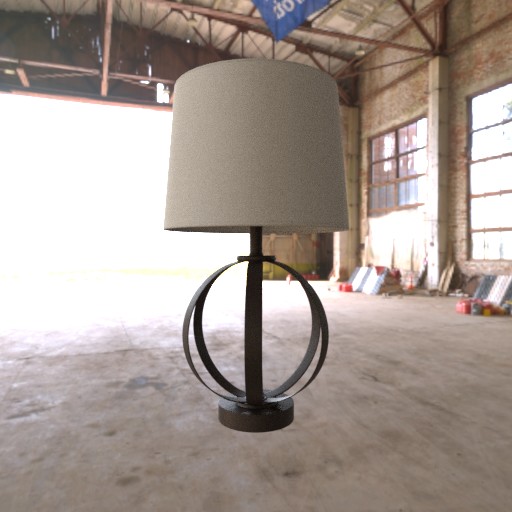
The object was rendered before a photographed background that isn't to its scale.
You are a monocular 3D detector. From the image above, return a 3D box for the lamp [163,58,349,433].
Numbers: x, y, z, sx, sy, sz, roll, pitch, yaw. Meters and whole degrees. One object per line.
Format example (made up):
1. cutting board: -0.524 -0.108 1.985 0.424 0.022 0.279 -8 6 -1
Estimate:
1. lamp: 0.000 0.000 0.697 0.286 0.510 0.286 0 1 0
